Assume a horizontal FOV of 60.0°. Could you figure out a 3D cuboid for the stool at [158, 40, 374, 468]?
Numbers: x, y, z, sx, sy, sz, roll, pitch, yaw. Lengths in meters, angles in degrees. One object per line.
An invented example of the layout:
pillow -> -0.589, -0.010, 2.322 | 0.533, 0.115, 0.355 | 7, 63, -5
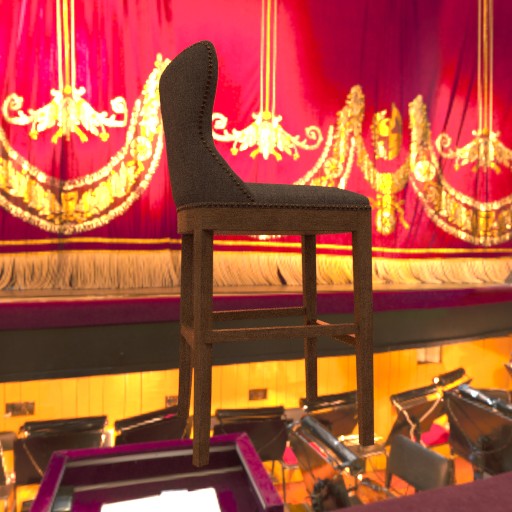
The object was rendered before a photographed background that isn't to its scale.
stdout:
stool -> 0.000, 0.000, 1.417 | 0.606, 1.123, 0.494 | 0, 1, -17
